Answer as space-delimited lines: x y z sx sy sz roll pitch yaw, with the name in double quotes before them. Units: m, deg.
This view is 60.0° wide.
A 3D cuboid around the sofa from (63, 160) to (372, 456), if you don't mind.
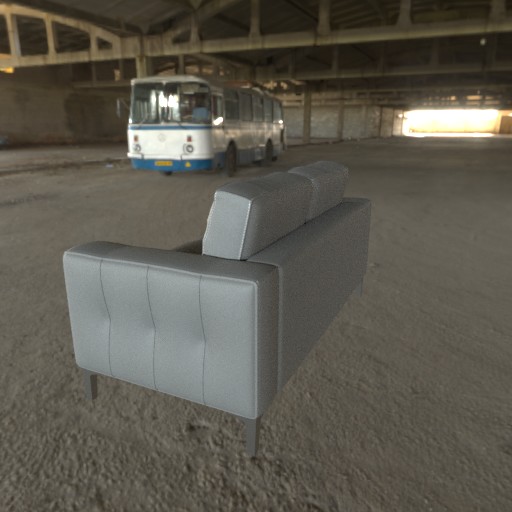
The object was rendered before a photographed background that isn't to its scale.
"sofa" 0.000 0.000 2.262 0.833 0.893 1.726 8 18 24
